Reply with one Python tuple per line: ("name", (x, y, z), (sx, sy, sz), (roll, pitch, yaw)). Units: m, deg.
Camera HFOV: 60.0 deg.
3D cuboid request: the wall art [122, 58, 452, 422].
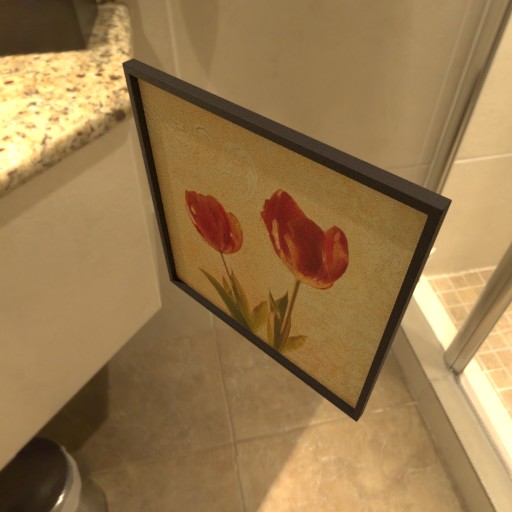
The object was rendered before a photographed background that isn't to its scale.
("wall art", (0.000, 0.000, 1.173), (0.805, 0.807, 0.043), (32, 55, 27))
